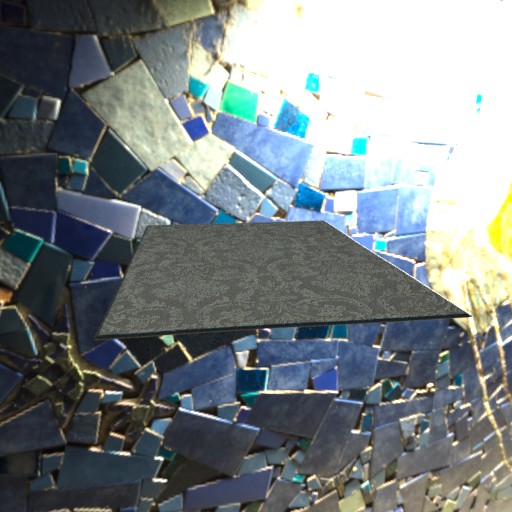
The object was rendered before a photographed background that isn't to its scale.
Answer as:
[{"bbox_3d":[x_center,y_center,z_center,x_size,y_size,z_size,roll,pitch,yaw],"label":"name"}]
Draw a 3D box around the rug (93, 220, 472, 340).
[{"bbox_3d":[0.000,0.000,2.862,1.578,0.014,2.206,-2,16,-8],"label":"rug"}]
